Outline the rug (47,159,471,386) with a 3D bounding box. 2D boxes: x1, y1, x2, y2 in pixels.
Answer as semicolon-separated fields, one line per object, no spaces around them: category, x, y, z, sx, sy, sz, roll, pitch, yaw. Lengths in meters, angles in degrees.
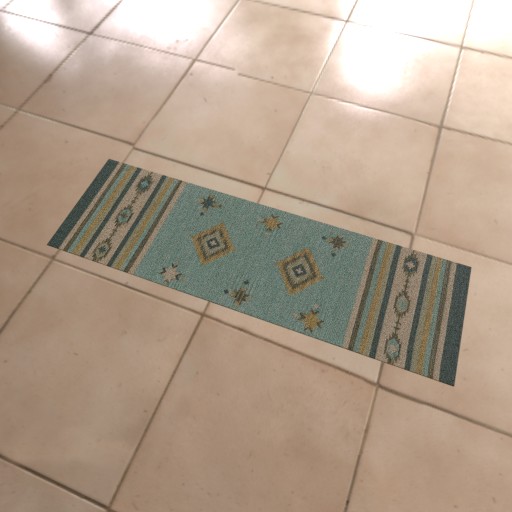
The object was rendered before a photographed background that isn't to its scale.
rug;0.000;0.000;2.662;2.441;0.010;0.744;18;61;10
